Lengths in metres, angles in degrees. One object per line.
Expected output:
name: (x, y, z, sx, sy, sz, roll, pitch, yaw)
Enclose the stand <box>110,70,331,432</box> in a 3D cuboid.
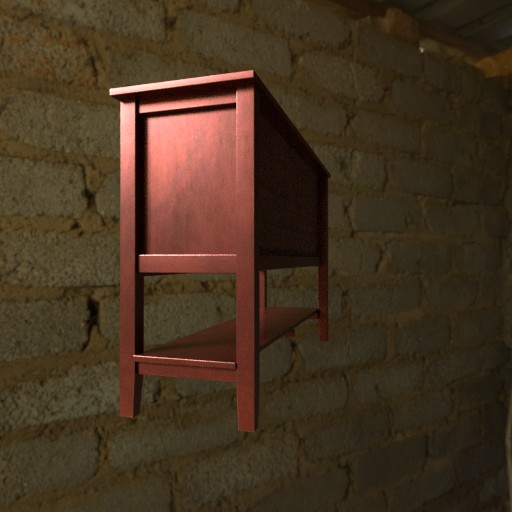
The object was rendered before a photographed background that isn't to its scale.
stand: (0.000, 0.000, 1.757, 0.410, 0.872, 1.362, 0, -1, 17)
